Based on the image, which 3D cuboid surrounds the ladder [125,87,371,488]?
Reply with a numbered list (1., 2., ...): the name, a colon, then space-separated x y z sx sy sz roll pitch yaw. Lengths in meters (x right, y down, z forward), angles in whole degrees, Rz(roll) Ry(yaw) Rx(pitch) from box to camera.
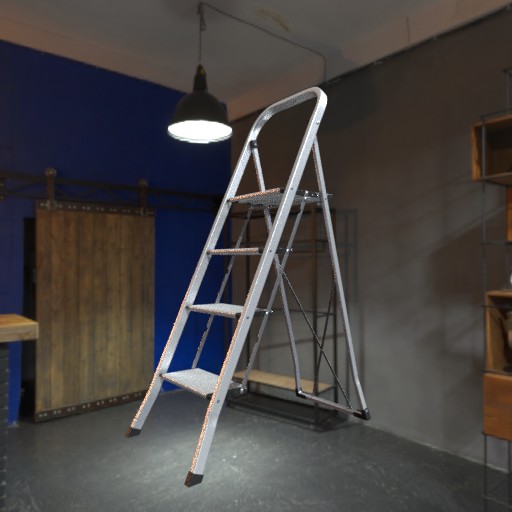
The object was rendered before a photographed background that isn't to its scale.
1. ladder: 0.000 0.000 1.666 0.830 1.290 0.465 1 -1 -38
